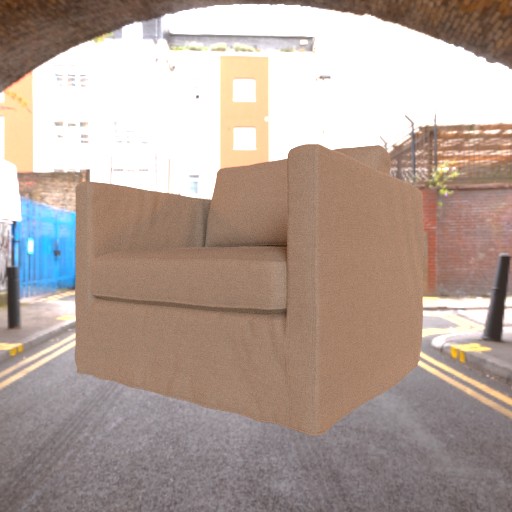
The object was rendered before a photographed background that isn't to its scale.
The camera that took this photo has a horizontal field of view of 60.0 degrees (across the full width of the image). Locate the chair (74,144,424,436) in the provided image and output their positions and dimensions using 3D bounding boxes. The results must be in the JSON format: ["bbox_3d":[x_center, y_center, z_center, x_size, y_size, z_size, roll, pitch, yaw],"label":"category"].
[{"bbox_3d":[0.000,0.000,1.731,1.057,0.867,0.949,0,0,36],"label":"chair"}]
